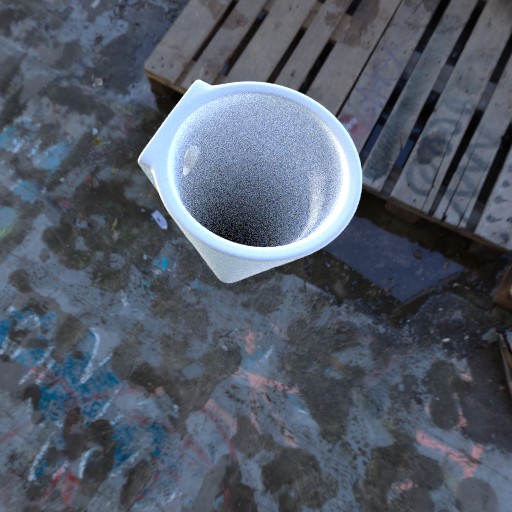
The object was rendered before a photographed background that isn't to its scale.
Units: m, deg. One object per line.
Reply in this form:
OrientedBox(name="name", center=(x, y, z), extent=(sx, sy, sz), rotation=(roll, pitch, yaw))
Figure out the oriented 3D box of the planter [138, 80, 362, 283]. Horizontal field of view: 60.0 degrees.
OrientedBox(name="planter", center=(0.000, 0.000, 0.224), extent=(0.064, 0.193, 0.057), rotation=(30, 76, 8))
